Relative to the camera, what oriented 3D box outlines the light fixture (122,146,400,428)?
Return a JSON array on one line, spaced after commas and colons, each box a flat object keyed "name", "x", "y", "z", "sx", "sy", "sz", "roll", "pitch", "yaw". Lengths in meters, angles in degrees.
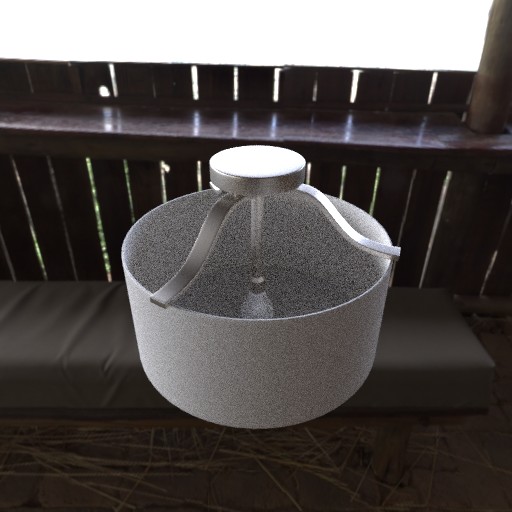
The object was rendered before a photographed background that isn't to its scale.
[{"name": "light fixture", "x": 0.000, "y": 0.000, "z": 0.668, "sx": 0.395, "sy": 0.304, "sz": 0.395, "roll": 0, "pitch": 32, "yaw": 0}]
